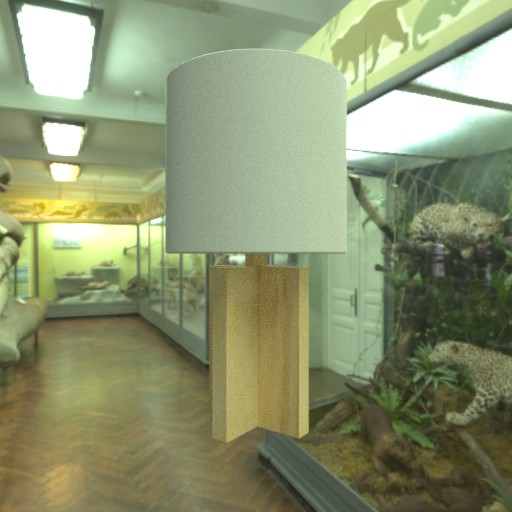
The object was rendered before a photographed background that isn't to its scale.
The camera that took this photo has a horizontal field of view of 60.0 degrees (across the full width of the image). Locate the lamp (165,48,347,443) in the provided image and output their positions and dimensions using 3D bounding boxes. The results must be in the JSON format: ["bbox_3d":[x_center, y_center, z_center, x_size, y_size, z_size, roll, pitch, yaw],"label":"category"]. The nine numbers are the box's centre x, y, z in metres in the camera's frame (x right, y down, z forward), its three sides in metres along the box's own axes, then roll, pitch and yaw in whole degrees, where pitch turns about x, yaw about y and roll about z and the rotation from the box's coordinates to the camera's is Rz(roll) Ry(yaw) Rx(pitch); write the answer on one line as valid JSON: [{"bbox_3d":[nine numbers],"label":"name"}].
[{"bbox_3d":[0.000,0.000,0.570,0.229,0.428,0.229,0,0,37],"label":"lamp"}]
